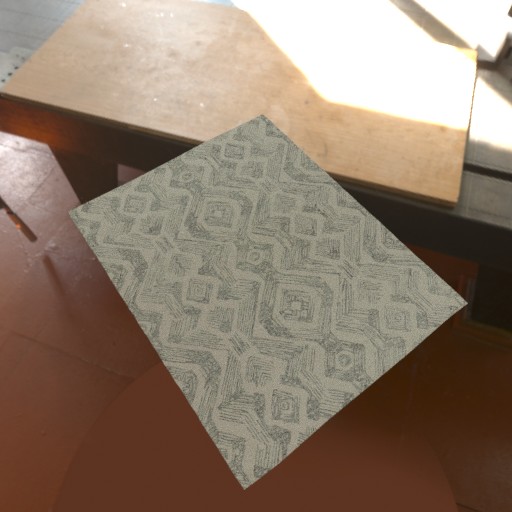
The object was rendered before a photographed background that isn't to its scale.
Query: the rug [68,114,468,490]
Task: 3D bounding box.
[{"bbox_3d":[0.000,0.000,4.145,2.430,0.030,3.054,-32,64,-18],"label":"rug"}]
